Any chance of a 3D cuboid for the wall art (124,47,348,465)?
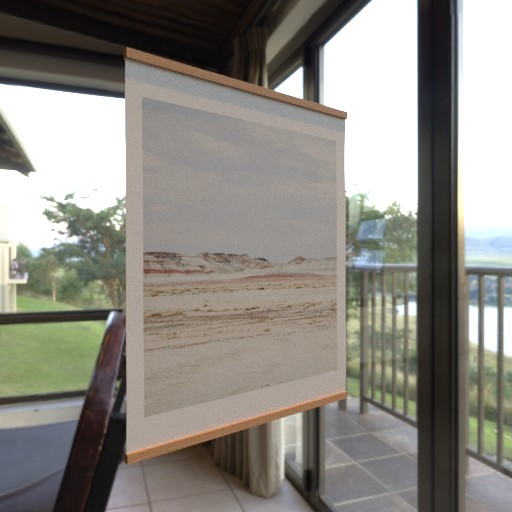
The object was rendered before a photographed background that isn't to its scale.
[{"bbox_3d":[0.000,0.000,0.665,0.404,0.507,0.010,0,1,-38],"label":"wall art"}]
